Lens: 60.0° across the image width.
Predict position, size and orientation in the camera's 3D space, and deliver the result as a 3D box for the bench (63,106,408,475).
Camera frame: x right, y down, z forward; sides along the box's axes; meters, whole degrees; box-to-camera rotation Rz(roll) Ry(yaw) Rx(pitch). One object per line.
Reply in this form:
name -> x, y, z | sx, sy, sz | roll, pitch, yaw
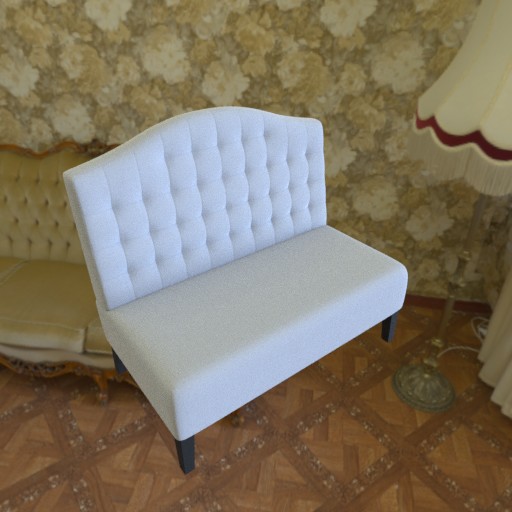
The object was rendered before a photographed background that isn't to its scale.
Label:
bench -> 0.000, 0.000, 2.042 | 1.335, 1.180, 0.815 | -22, 38, -31
